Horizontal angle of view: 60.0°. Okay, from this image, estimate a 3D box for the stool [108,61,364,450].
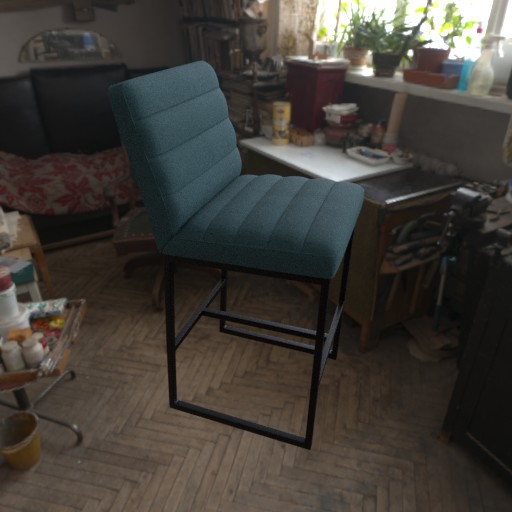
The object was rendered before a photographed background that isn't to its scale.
[{"bbox_3d":[0.000,0.000,1.348,0.560,1.040,0.460,10,32,17],"label":"stool"}]
